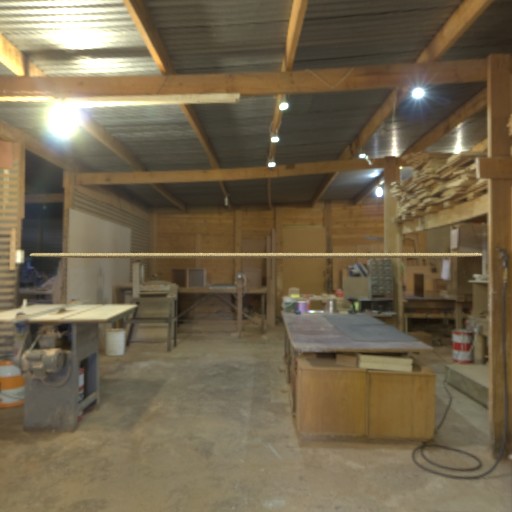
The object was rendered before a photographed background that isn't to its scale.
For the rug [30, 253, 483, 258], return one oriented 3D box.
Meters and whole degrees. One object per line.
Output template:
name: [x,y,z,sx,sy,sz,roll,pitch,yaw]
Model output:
rug: [0.000,0.000,2.562,2.276,0.014,0.678,0,-1,0]
